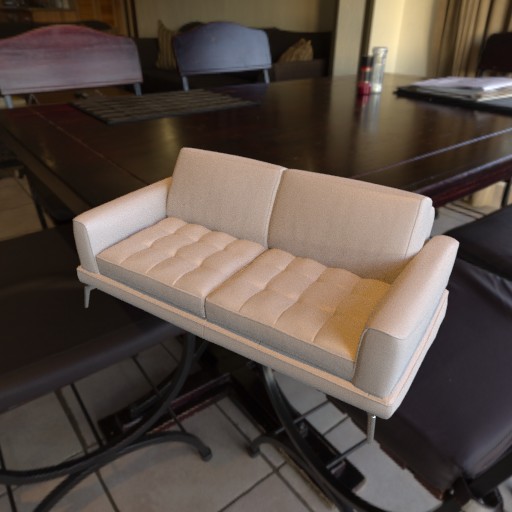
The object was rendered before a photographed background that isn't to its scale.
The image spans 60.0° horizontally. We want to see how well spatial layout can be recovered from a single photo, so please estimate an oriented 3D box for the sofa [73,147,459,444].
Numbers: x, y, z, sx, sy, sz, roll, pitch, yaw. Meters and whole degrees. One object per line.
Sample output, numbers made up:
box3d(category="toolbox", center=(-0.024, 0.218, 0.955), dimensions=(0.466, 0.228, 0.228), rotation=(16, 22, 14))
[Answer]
box3d(category="sofa", center=(0.000, 0.000, 2.730), dimensions=(2.177, 0.930, 1.121), rotation=(18, 34, 28))
